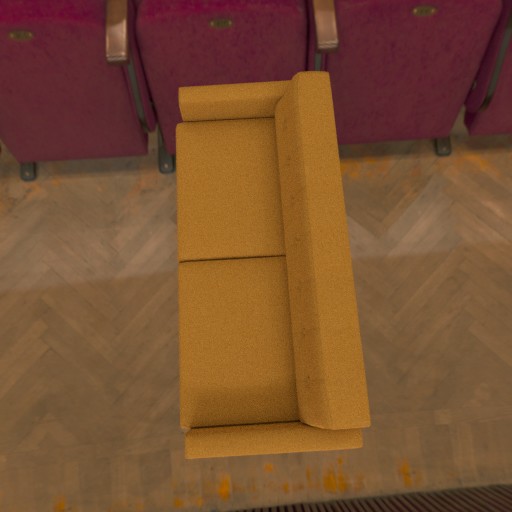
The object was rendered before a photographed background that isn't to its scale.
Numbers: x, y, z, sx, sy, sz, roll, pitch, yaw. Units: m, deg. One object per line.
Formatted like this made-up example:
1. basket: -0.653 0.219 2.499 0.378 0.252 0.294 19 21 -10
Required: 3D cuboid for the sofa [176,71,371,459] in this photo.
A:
1. sofa: 0.000 0.000 2.501 0.909 0.841 2.029 -3 75 -1
